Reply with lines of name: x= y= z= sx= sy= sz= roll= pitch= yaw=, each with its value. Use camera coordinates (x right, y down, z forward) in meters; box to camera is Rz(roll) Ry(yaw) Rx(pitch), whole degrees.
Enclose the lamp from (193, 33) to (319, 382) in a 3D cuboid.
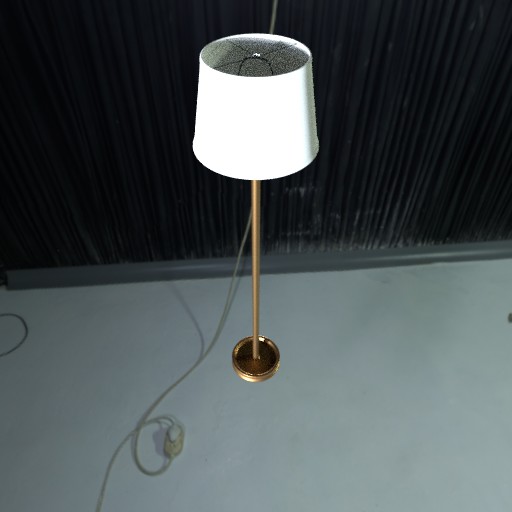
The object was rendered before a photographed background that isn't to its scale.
lamp: x=0.000 y=0.000 z=0.798 sx=0.178 sy=0.710 sz=0.178 roll=0 pitch=46 yaw=0
